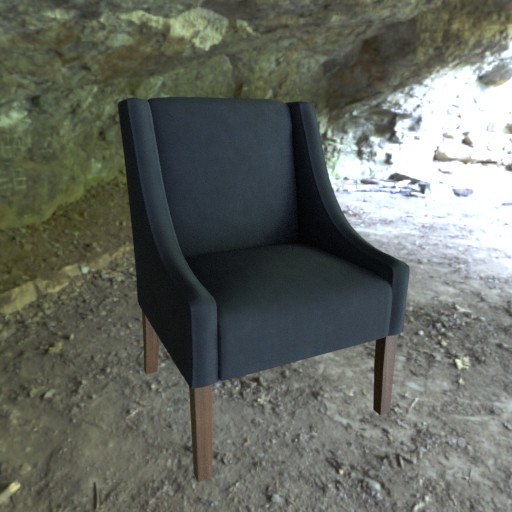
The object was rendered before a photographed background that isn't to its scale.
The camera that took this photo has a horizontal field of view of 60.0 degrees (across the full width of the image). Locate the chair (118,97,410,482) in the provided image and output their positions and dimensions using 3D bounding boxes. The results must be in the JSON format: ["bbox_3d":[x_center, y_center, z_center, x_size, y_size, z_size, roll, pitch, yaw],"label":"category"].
[{"bbox_3d":[0.000,0.000,1.301,0.629,0.895,0.629,-8,19,-25],"label":"chair"}]
